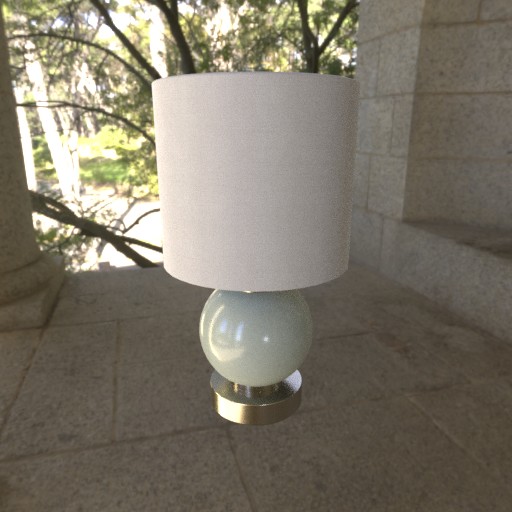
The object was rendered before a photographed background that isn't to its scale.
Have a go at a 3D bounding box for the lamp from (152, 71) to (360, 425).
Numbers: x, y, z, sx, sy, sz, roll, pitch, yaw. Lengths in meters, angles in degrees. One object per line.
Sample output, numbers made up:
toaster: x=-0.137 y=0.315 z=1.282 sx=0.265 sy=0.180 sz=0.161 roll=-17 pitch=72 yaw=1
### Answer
lamp: x=0.000 y=0.000 z=0.485 sx=0.201 sy=0.353 sz=0.201 roll=-15 pitch=22 yaw=-43
